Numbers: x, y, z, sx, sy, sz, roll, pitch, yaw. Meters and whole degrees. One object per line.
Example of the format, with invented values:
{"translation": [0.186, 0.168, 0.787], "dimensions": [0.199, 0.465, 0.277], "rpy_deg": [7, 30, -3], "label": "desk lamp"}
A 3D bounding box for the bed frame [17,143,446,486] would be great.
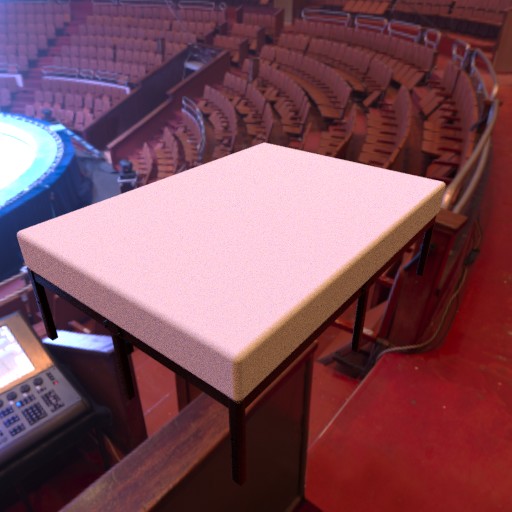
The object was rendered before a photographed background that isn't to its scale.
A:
{"translation": [0.000, 0.000, 2.564], "dimensions": [1.408, 0.659, 1.956], "rpy_deg": [22, 37, 33], "label": "bed frame"}
